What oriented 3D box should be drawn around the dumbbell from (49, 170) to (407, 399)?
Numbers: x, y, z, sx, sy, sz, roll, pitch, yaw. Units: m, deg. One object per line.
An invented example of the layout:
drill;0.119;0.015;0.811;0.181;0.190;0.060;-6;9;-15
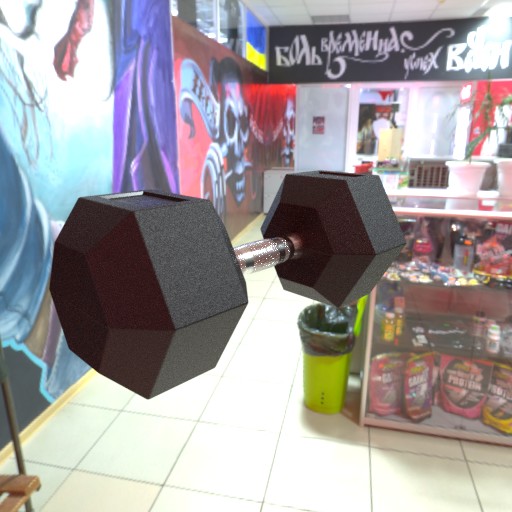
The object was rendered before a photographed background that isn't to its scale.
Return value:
dumbbell;0.000;0.000;0.328;0.271;0.106;0.122;-16;23;-43
